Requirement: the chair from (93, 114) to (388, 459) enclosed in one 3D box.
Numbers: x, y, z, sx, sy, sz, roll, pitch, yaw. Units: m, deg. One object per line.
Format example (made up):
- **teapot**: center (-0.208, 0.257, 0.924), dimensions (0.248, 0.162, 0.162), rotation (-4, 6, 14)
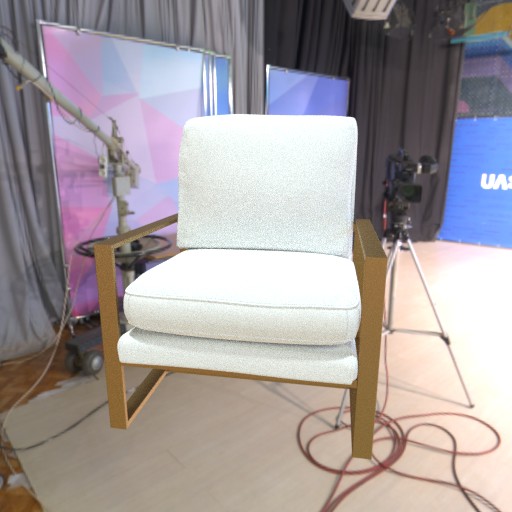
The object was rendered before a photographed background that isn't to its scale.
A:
- **chair**: center (0.000, 0.000, 1.551), dimensions (0.805, 0.966, 0.813), rotation (3, 16, 10)
